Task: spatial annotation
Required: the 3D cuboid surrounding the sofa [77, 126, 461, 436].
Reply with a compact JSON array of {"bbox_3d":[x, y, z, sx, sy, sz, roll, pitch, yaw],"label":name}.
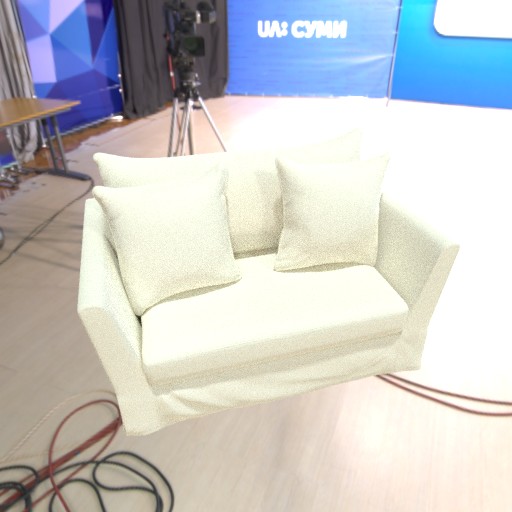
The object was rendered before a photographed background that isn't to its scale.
[{"bbox_3d":[0.000,0.000,2.260,1.608,1.039,1.026,-9,33,-14],"label":"sofa"}]
